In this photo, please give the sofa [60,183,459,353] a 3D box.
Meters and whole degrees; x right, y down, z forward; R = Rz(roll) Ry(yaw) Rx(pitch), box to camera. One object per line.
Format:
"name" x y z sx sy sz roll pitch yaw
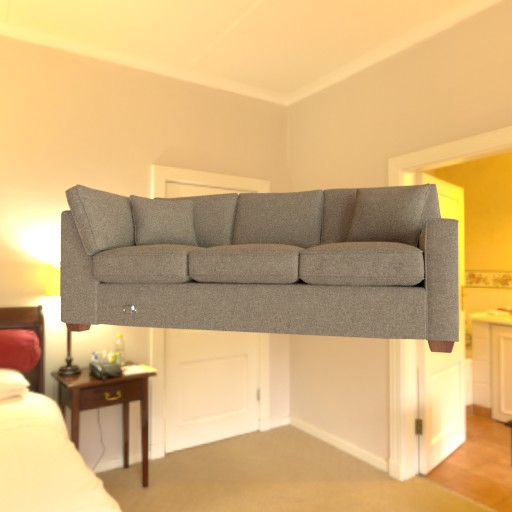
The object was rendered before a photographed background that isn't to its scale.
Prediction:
"sofa" 0.000 0.000 2.884 2.317 0.962 1.061 0 -1 18
